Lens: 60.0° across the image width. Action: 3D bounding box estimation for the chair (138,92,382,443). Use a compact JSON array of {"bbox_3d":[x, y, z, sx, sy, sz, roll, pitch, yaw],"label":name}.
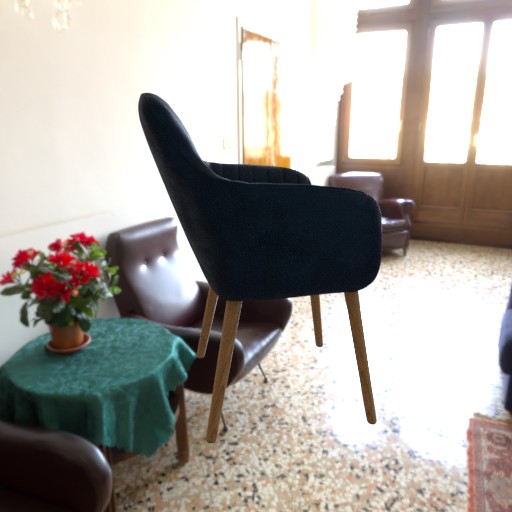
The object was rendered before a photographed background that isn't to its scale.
[{"bbox_3d":[0.000,0.000,1.231,0.573,0.826,0.578,-3,16,-10],"label":"chair"}]
